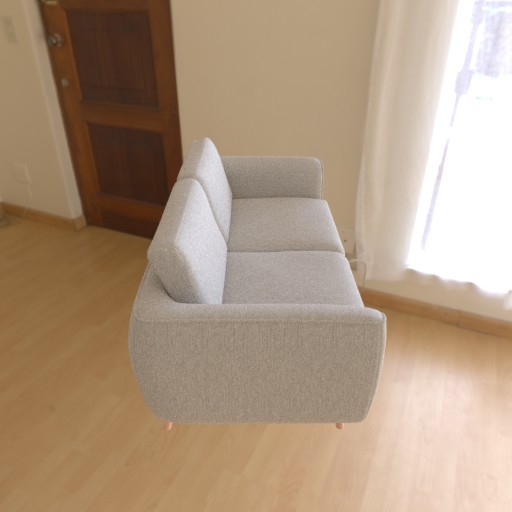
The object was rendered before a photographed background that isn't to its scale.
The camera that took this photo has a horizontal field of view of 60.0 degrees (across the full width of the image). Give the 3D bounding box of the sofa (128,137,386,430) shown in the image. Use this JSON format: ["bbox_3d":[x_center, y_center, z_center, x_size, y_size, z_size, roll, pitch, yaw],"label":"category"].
[{"bbox_3d":[0.000,0.000,2.226,0.920,0.850,1.700,0,31,0],"label":"sofa"}]
